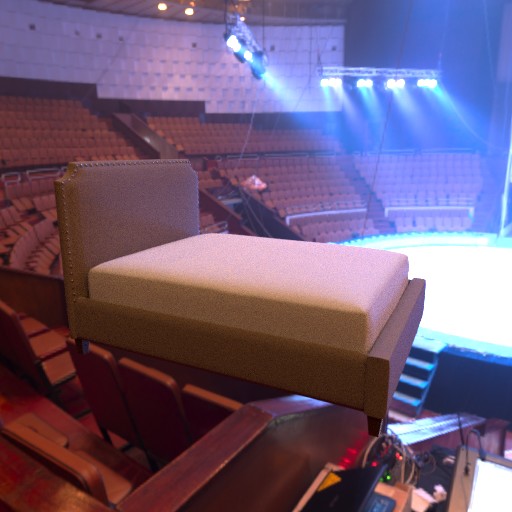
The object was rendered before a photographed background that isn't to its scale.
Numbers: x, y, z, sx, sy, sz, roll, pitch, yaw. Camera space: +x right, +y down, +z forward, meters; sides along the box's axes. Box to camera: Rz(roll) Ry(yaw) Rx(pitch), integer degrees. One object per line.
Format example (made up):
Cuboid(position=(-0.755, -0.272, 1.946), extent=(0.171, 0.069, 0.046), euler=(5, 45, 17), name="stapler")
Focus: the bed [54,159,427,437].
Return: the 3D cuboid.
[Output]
Cuboid(position=(0.000, 0.000, 3.449), extent=(2.372, 1.443, 1.713), euler=(7, 15, 26), name="bed")
